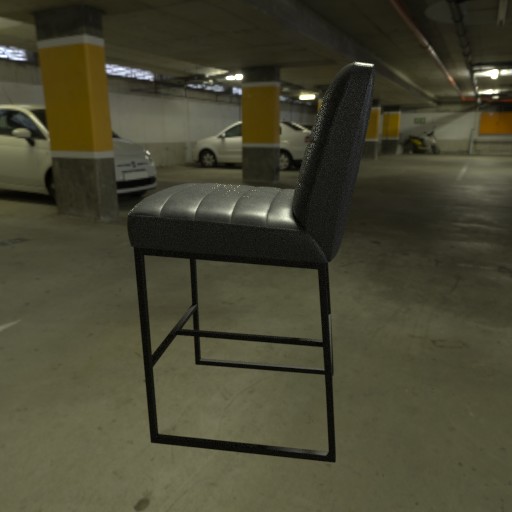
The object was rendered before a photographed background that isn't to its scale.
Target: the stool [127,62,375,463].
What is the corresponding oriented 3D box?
[{"bbox_3d":[0.000,0.000,1.230,0.552,0.938,0.457,2,16,8],"label":"stool"}]
